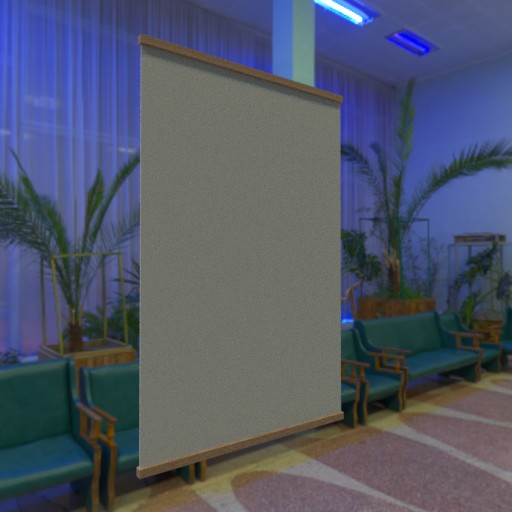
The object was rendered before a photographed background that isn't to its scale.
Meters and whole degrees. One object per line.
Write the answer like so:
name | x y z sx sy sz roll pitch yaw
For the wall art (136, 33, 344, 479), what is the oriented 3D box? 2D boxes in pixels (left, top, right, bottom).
wall art | 0.000 0.000 1.811 0.990 1.519 0.030 0 -1 -36
